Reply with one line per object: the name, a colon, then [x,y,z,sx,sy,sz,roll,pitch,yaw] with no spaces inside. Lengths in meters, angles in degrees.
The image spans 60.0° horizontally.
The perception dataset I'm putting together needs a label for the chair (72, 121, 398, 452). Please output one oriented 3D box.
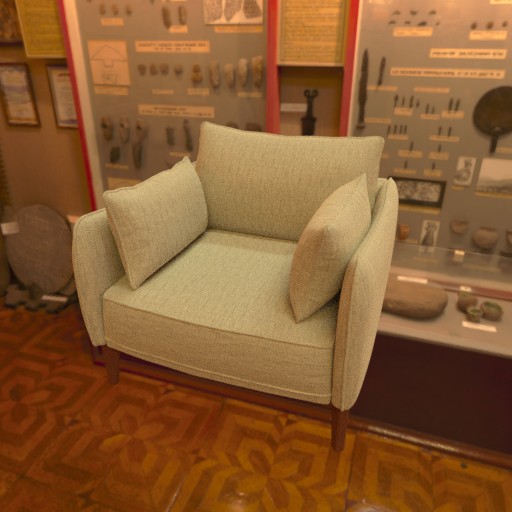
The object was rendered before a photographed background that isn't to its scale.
chair: [0.000,0.000,1.731,0.994,0.855,0.991,9,28,18]
